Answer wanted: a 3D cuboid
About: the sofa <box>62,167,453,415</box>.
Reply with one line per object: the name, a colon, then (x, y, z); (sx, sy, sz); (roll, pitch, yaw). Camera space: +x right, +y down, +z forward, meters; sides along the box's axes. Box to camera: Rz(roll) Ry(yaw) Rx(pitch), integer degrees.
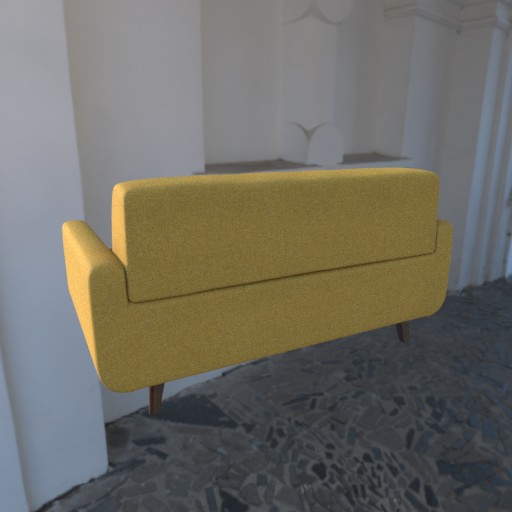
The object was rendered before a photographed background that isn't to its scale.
sofa: (0.000, 0.000, 2.128); (1.631, 0.841, 0.909); (-8, 17, -27)
